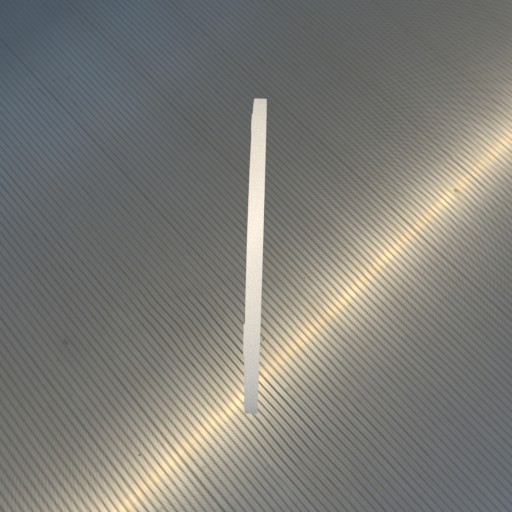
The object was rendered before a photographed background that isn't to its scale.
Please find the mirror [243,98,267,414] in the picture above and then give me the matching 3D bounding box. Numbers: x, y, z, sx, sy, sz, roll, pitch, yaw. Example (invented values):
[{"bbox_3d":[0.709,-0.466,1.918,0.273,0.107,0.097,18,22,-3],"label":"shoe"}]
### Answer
[{"bbox_3d":[0.000,0.000,1.364,0.038,0.914,0.914,2,75,0],"label":"mirror"}]
